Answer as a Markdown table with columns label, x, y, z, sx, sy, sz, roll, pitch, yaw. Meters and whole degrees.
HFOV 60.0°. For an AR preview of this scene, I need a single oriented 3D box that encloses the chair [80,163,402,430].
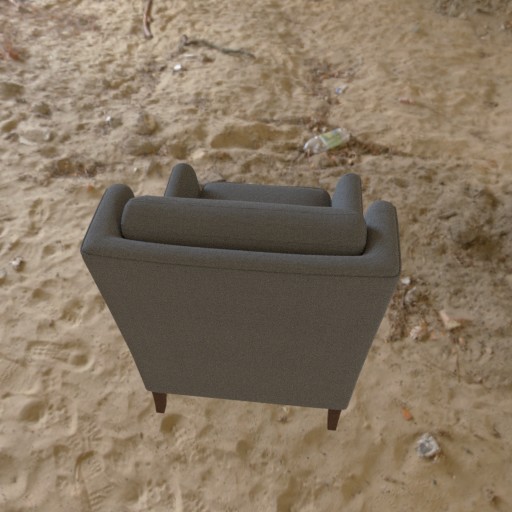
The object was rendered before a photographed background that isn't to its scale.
| label | x | y | z | sx | sy | sz | roll | pitch | yaw |
| --- | --- | --- | --- | --- | --- | --- | --- | --- | --- |
| chair | 0.000 | 0.000 | 1.801 | 0.866 | 1.056 | 1.040 | 4 | 46 | 4 |
